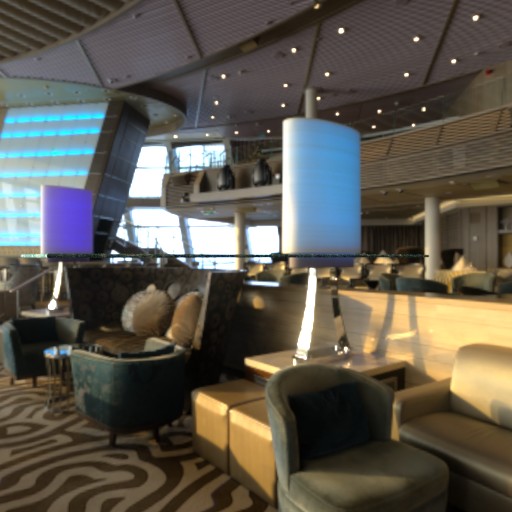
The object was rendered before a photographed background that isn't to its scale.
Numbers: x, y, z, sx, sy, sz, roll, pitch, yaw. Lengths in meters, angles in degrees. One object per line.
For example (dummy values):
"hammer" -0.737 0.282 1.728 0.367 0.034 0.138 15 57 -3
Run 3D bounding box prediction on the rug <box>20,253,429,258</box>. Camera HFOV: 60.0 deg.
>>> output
"rug" 0.000 0.000 2.503 2.286 0.016 0.676 0 0 -35
